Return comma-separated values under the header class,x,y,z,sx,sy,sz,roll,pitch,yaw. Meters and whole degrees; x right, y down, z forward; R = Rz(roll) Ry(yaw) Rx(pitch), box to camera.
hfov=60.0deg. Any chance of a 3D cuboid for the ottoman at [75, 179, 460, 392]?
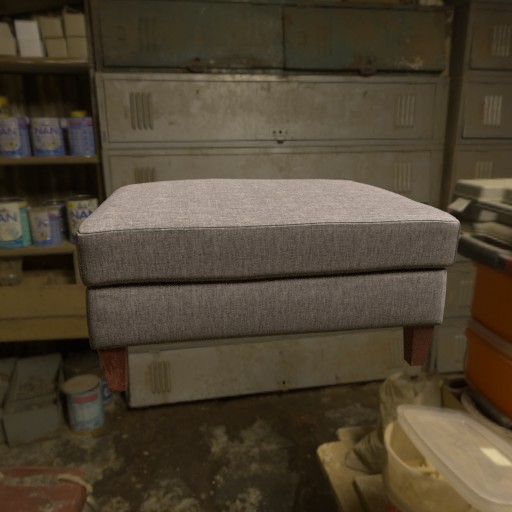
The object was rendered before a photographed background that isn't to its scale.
class,x,y,z,sx,sy,sz,roll,pitch,yaw
ottoman,0.000,0.000,1.531,0.994,0.492,0.839,-3,16,-9
